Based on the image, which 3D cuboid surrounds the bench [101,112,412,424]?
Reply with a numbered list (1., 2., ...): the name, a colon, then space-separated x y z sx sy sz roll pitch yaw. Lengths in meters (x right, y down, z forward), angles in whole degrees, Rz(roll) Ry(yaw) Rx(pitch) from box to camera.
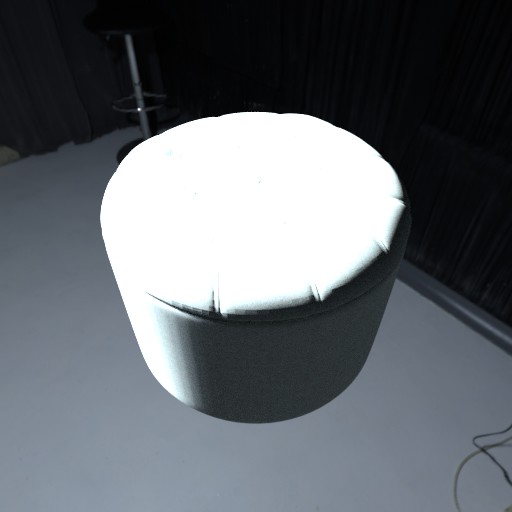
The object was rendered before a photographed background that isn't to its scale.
1. bench: 0.000 0.000 0.998 0.600 0.453 0.600 0 46 0
